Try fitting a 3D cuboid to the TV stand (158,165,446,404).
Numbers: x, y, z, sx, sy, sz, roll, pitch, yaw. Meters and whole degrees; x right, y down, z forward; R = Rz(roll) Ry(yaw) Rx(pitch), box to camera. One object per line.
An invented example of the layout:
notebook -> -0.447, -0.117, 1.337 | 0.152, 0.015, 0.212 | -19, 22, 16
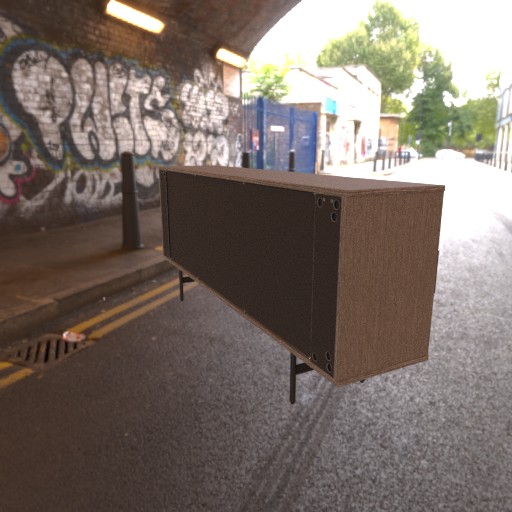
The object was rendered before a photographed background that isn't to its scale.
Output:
TV stand -> 0.000, 0.000, 2.121 | 0.405, 0.787, 1.804 | -7, 15, -27
